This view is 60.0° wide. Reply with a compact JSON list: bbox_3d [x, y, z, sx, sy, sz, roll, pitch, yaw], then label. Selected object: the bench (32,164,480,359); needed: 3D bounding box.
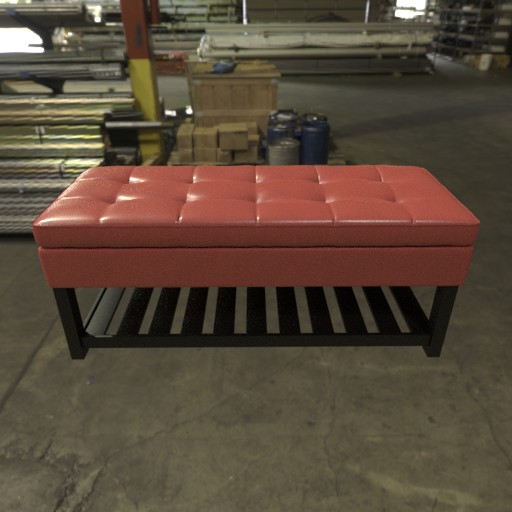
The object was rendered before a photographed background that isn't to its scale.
[{"bbox_3d":[0.000,0.000,1.357,1.105,0.460,0.432,0,30,0],"label":"bench"}]
